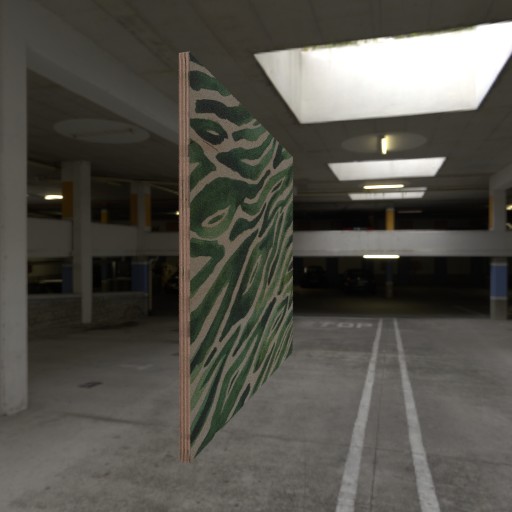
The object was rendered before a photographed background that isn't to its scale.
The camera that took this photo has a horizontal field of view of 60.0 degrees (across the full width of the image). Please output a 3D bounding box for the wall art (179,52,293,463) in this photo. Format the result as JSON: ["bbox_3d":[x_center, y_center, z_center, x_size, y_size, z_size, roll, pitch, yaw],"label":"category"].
[{"bbox_3d":[0.000,0.000,0.685,0.012,0.408,0.508,0,1,16],"label":"wall art"}]
